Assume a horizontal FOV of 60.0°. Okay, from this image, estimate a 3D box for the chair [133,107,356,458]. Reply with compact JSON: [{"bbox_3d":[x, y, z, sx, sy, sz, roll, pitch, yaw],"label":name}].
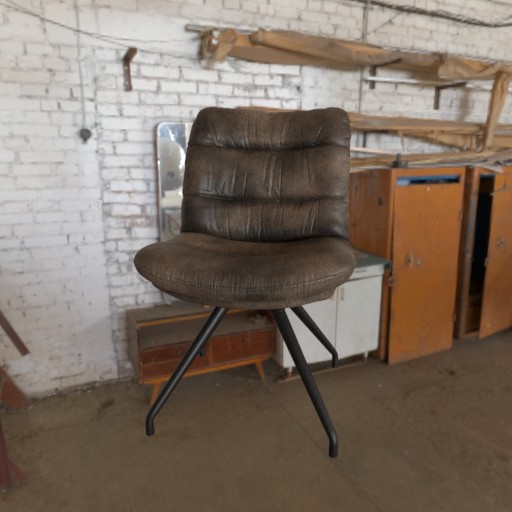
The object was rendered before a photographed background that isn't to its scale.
[{"bbox_3d":[0.000,0.000,1.274,0.549,0.870,0.622,2,14,10],"label":"chair"}]
